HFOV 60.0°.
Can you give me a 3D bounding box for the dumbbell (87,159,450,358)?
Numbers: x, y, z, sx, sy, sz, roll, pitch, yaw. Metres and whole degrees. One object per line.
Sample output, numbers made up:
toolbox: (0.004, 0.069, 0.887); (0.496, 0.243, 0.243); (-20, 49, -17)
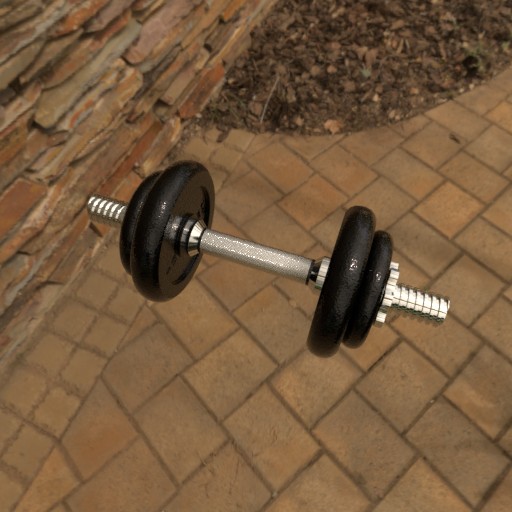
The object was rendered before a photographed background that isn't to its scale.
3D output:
dumbbell: (0.000, 0.000, 0.597); (0.497, 0.202, 0.202); (17, 60, 10)
